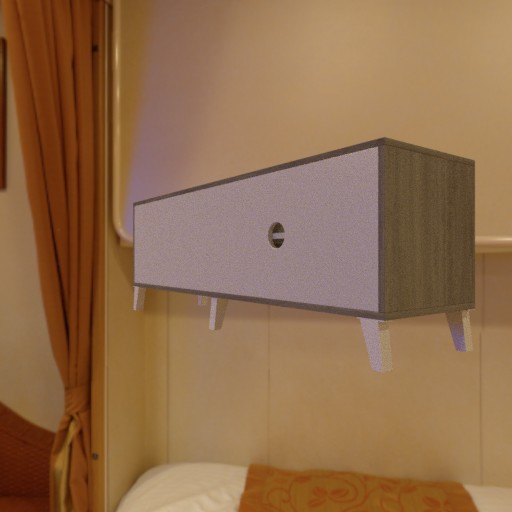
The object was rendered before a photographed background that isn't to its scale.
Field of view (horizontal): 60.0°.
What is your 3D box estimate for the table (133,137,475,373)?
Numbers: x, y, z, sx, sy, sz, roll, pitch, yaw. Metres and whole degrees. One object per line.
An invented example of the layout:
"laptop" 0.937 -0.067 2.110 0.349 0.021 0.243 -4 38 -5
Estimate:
"table" 0.000 0.000 1.712 0.400 0.530 1.500 0 0 -37
